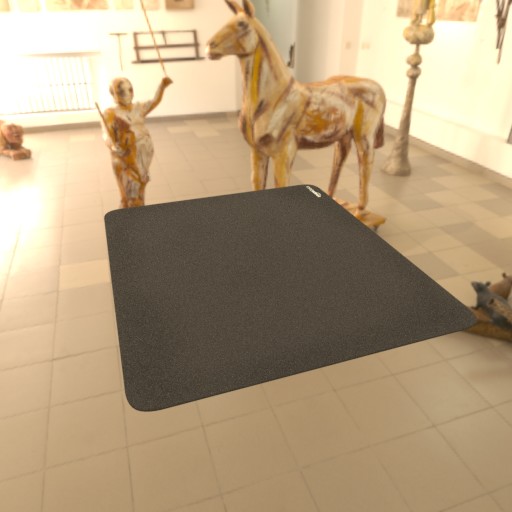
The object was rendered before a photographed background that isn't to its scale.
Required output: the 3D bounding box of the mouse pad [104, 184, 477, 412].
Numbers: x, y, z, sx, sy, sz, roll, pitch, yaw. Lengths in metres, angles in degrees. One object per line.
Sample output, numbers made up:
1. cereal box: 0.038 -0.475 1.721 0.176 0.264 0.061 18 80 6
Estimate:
1. mouse pad: 0.000 0.000 0.625 0.393 0.002 0.451 -10 32 -16
